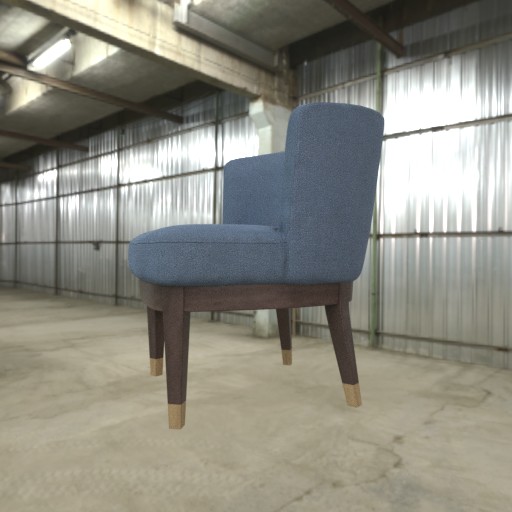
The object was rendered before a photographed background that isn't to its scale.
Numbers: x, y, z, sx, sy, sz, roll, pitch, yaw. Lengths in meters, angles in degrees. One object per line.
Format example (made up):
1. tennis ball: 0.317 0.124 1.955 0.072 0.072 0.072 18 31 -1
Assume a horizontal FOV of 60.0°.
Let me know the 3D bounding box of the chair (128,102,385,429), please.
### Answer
1. chair: 0.000 0.000 1.279 0.702 0.760 0.661 0 0 -18
